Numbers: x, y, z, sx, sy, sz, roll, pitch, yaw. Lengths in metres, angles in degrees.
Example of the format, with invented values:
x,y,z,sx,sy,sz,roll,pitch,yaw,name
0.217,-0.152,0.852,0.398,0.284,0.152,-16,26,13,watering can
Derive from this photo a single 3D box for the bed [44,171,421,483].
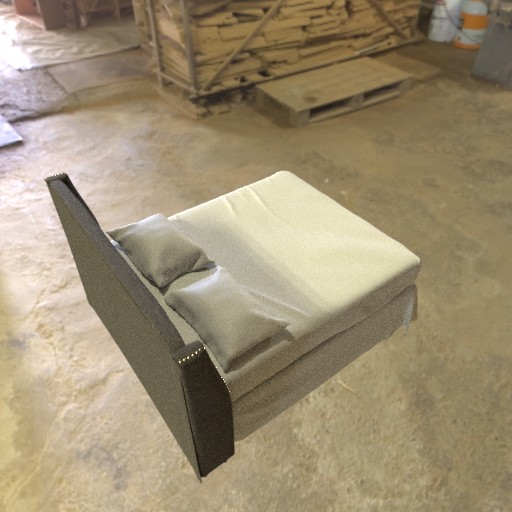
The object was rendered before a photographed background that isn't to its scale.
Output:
x,y,z,sx,sy,sz,roll,pitch,yaw,name
0.000,0.000,3.420,2.276,1.332,1.925,-26,48,-26,bed
